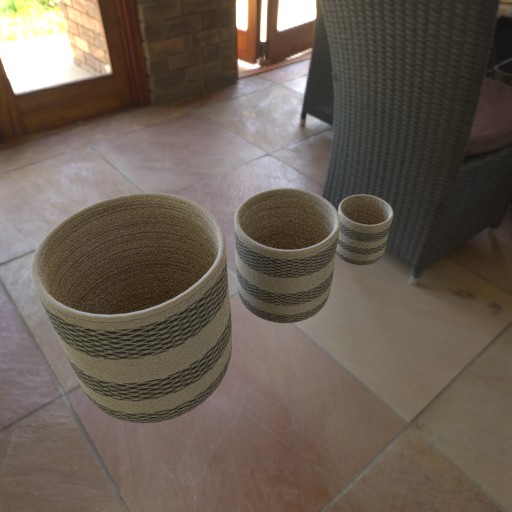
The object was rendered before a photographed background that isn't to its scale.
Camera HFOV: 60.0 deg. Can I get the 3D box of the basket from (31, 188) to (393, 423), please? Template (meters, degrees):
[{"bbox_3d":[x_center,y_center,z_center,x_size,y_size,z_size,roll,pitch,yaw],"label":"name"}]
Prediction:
[{"bbox_3d":[0.000,0.000,1.054,0.917,0.356,0.351,-26,48,-26],"label":"basket"}]
